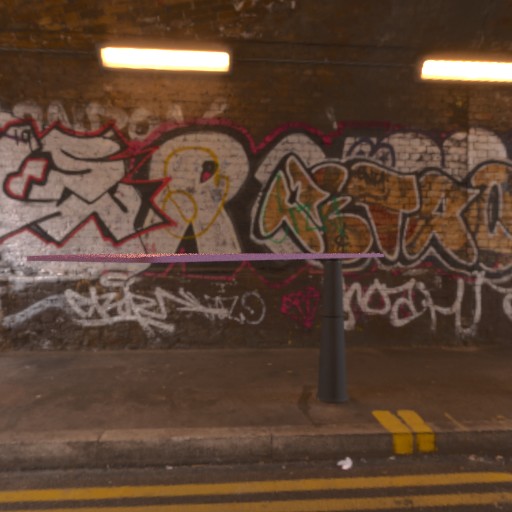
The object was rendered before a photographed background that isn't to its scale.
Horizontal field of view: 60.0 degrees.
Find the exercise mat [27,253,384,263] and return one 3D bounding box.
[{"bbox_3d":[0.000,0.000,2.053,0.616,0.021,1.869,0,1,34],"label":"exercise mat"}]
